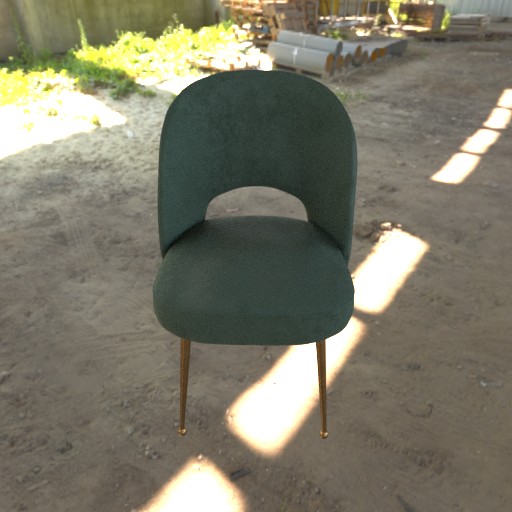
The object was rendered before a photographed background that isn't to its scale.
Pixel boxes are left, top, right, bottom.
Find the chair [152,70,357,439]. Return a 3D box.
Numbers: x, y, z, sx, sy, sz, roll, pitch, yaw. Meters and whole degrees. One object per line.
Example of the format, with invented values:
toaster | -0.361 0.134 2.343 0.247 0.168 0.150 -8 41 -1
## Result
chair | 0.000 0.000 1.212 0.527 0.860 0.577 1 32 1
